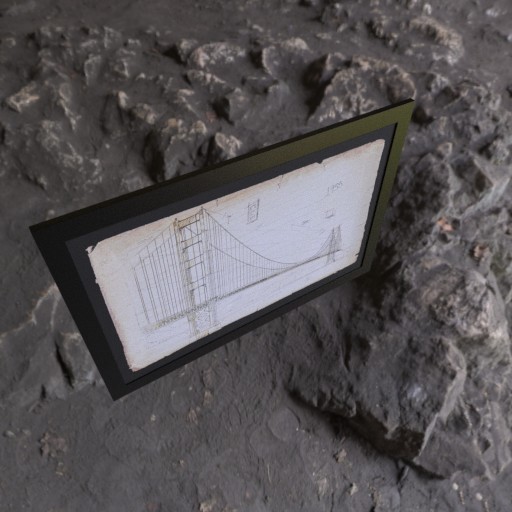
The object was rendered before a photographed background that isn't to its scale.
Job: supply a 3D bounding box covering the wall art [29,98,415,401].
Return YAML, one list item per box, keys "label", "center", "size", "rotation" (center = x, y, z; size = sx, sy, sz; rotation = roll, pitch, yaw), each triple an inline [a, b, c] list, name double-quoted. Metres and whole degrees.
- label: "wall art"
  center: [0.000, 0.000, 0.830]
  size: [0.660, 0.447, 0.013]
  rotation: [-24, 50, -22]
